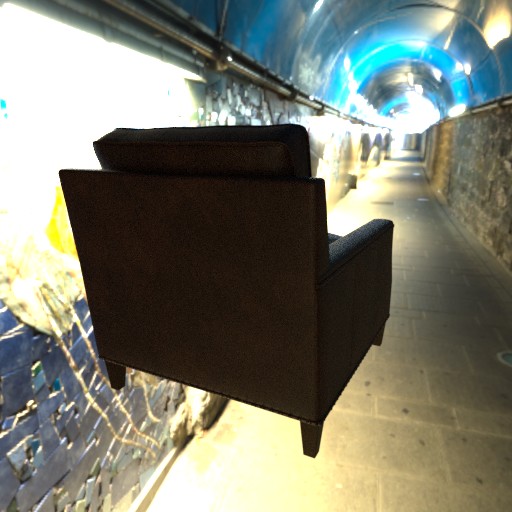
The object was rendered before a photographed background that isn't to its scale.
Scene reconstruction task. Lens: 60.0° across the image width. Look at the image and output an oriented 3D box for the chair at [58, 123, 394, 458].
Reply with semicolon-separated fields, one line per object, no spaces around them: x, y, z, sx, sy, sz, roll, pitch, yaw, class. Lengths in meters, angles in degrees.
0.000;0.000;1.674;0.853;0.929;1.014;8;17;27;chair
